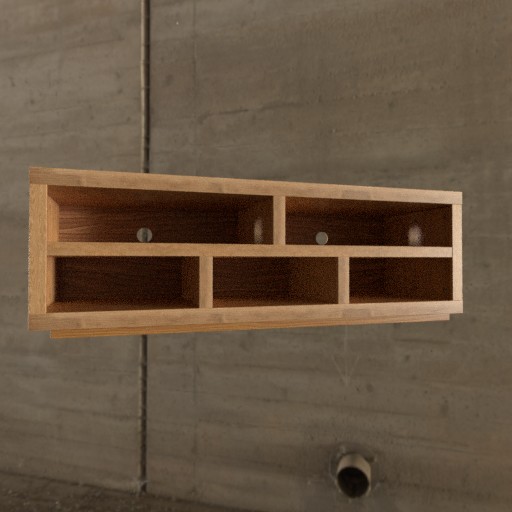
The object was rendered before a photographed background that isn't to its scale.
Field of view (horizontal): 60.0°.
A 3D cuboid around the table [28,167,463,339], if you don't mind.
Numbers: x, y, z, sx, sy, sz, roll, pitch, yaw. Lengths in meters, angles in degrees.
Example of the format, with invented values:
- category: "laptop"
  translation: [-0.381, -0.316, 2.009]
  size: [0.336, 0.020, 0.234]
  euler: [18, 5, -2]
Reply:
- category: "table"
  translation: [0.000, 0.000, 1.709]
  size: [1.499, 0.491, 0.499]
  euler: [0, -1, -17]
